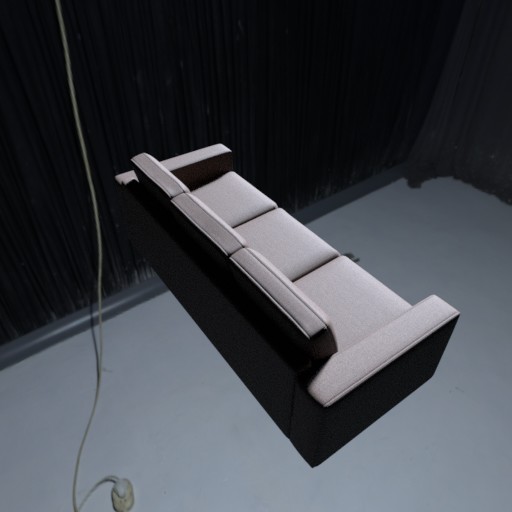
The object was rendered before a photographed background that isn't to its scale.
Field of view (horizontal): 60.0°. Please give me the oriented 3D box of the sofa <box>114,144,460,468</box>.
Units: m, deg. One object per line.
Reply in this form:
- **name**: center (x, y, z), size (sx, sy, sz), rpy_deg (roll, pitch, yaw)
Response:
- **sofa**: center (0.000, 0.000, 2.689), size (0.900, 0.806, 2.160), rpy_deg (-25, 47, -26)
